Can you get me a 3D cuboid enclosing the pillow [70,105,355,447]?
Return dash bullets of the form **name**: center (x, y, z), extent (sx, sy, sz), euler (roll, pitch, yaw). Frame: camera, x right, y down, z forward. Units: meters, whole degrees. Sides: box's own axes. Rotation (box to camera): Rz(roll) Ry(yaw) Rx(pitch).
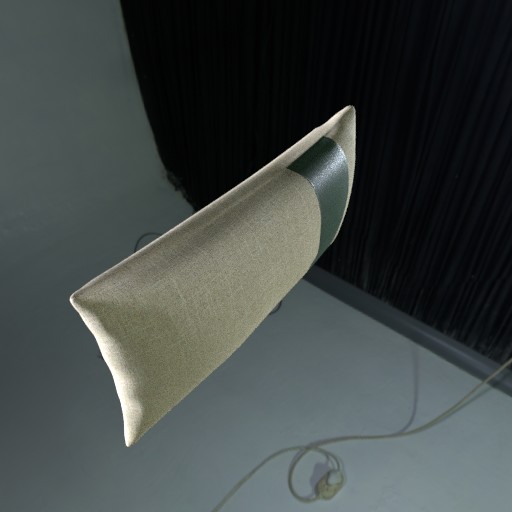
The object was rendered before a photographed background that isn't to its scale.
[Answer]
- **pillow**: center (0.000, 0.000, 1.011), extent (0.197, 0.429, 0.859), euler (25, 47, 27)
